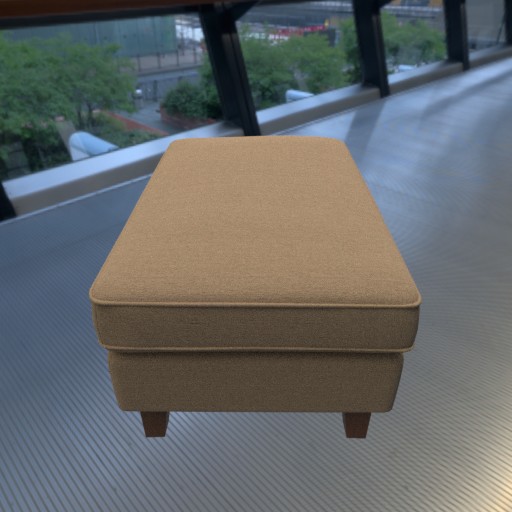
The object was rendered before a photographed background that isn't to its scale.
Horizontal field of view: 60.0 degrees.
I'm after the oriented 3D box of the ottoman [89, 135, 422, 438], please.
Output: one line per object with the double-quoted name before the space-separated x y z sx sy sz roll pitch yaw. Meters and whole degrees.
"ottoman" 0.000 0.000 1.288 0.636 0.521 0.945 0 32 0
